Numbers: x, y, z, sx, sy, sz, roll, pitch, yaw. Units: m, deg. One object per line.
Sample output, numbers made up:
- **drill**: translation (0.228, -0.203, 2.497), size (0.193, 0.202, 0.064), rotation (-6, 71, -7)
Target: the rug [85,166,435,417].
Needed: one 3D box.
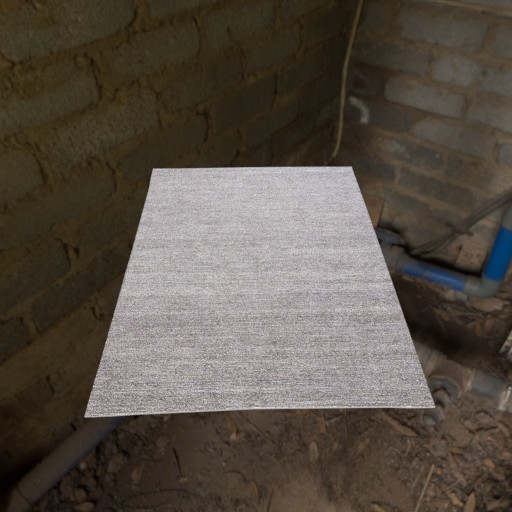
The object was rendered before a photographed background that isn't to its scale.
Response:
- **rug**: translation (0.000, 0.000, 4.232), size (2.434, 0.045, 3.202), rotation (-1, 43, -1)
